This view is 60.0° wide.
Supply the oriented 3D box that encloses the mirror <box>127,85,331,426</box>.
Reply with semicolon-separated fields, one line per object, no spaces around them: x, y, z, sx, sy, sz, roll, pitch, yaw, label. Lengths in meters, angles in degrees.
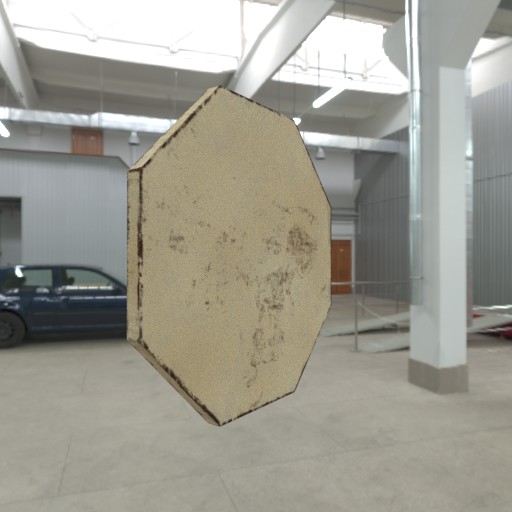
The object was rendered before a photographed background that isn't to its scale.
0.000;0.000;0.956;0.031;0.648;0.648;0;0;37;mirror
